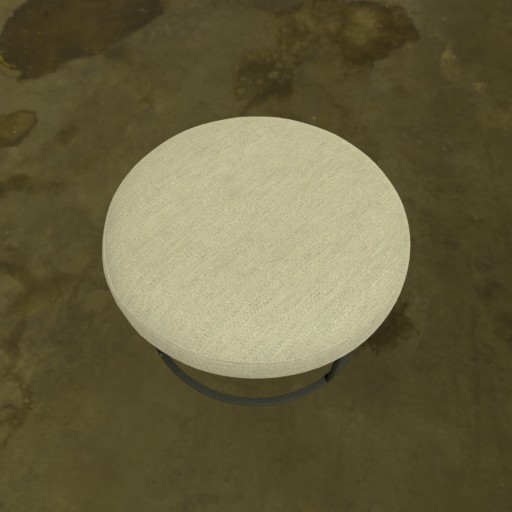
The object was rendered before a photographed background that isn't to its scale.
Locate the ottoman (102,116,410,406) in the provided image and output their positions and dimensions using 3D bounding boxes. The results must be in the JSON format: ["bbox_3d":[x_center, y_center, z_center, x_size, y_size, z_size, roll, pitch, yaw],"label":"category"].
[{"bbox_3d":[0.000,0.000,1.240,0.769,0.459,0.769,0,57,0],"label":"ottoman"}]
